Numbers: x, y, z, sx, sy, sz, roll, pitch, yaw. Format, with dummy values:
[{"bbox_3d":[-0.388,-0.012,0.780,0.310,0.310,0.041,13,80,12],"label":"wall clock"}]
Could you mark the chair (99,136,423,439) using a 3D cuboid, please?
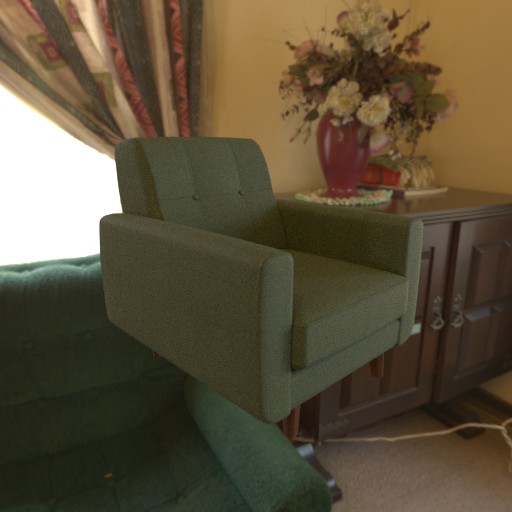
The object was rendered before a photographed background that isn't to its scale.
[{"bbox_3d":[0.000,0.000,1.604,0.831,0.841,0.909,-14,20,-43],"label":"chair"}]
